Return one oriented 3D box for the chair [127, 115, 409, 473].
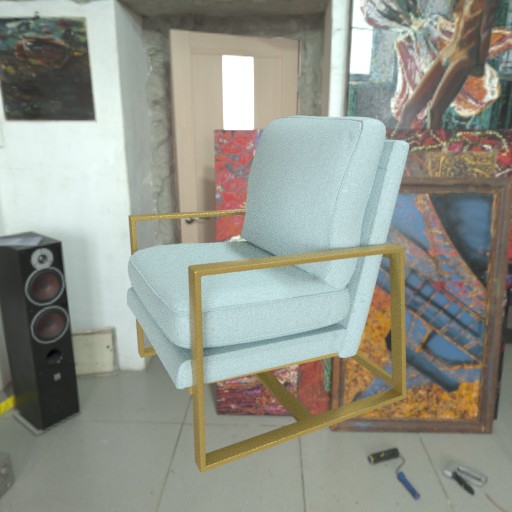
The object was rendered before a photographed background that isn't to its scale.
[{"bbox_3d":[0.000,0.000,1.573,0.813,0.956,0.758,-8,19,-26],"label":"chair"}]
